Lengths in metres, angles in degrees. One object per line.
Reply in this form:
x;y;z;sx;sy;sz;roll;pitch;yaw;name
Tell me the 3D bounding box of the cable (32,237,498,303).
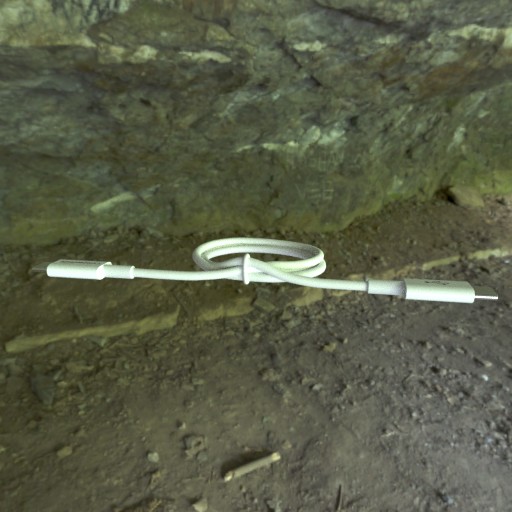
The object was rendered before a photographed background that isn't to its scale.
0.000;0.000;0.221;0.203;0.014;0.070;3;15;10;cable
